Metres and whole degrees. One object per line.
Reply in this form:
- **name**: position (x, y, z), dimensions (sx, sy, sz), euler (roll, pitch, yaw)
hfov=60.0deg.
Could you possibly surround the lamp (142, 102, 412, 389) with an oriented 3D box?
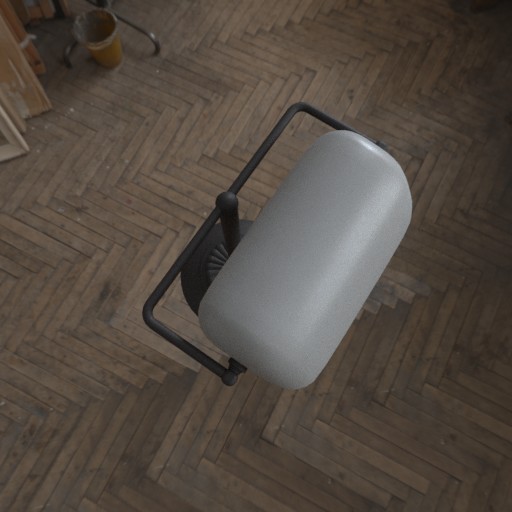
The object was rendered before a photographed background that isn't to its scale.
- **lamp**: position (0.000, 0.000, 0.515), dimensions (0.243, 0.339, 0.264), euler (33, 77, 8)
